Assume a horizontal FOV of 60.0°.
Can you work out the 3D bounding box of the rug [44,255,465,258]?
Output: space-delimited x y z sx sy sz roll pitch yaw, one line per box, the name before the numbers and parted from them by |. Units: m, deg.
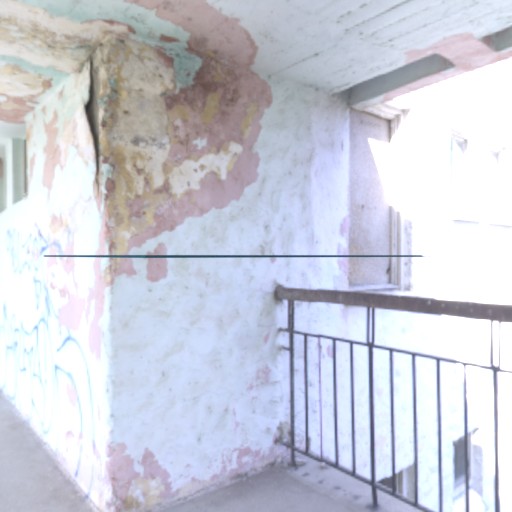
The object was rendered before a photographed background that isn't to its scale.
rug | 0.000 0.000 3.963 3.044 0.015 2.226 0 0 -37
